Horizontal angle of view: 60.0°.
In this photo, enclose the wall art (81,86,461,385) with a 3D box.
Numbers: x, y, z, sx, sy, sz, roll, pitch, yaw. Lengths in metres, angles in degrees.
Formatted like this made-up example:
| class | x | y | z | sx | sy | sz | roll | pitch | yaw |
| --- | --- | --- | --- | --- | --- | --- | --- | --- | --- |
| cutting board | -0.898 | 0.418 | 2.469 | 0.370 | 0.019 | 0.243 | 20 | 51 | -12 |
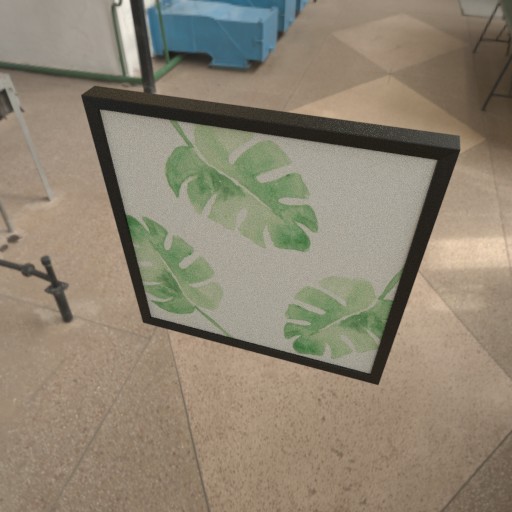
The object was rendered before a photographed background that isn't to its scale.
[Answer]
| class | x | y | z | sx | sy | sz | roll | pitch | yaw |
| --- | --- | --- | --- | --- | --- | --- | --- | --- | --- |
| wall art | 0.000 | 0.000 | 0.753 | 0.508 | 0.508 | 0.036 | 12 | 44 | 13 |
